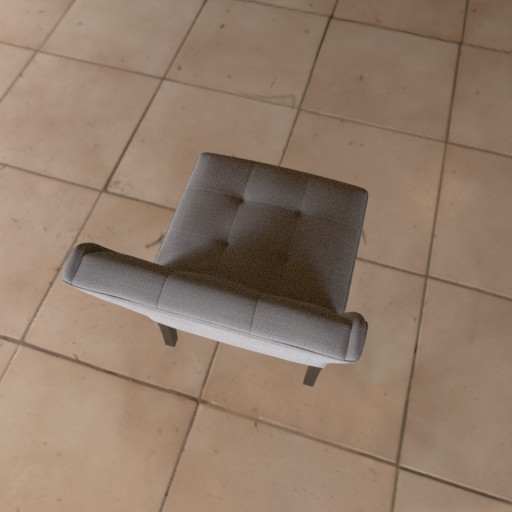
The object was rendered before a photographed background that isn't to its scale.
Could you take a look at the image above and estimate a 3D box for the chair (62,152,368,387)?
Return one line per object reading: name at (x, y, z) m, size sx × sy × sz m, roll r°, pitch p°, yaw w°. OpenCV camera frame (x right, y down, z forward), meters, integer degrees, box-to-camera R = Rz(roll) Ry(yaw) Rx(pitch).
chair at (0.000, 0.000, 1.276) m, size 0.569 × 0.853 × 0.676 m, roll 14°, pitch 65°, yaw 7°
